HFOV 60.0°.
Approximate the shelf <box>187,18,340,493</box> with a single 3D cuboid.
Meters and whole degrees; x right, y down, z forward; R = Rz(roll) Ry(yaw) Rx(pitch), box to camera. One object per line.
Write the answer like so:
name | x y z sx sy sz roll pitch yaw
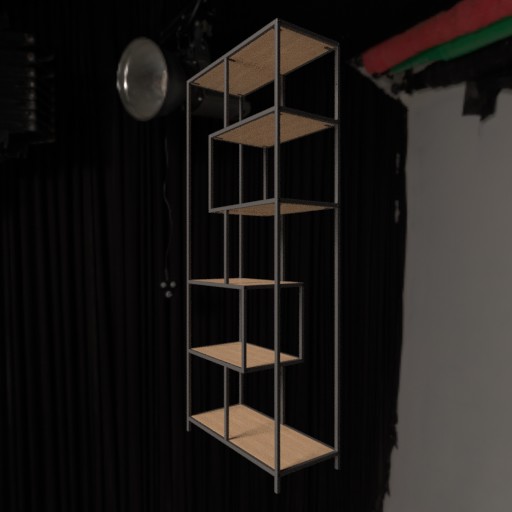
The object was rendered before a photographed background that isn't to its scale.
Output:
shelf | 0.000 0.000 2.137 0.350 1.850 0.770 0 0 -36
